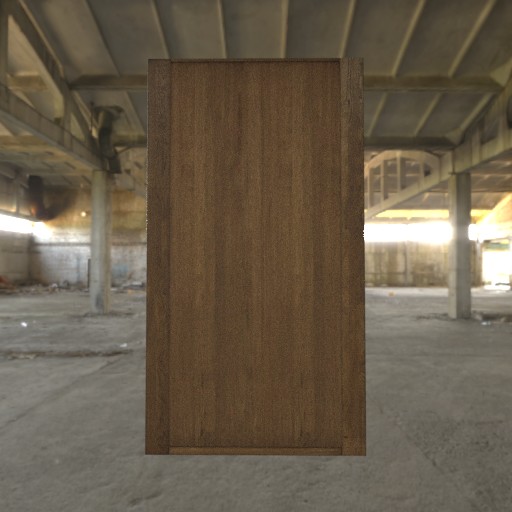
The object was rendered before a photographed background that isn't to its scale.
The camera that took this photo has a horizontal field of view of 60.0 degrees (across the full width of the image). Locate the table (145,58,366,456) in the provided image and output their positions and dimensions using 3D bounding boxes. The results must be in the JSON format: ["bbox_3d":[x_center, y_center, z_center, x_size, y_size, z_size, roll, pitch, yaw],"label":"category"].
[{"bbox_3d":[0.000,0.000,2.530,1.100,2.000,0.600,0,-2,1],"label":"table"}]
